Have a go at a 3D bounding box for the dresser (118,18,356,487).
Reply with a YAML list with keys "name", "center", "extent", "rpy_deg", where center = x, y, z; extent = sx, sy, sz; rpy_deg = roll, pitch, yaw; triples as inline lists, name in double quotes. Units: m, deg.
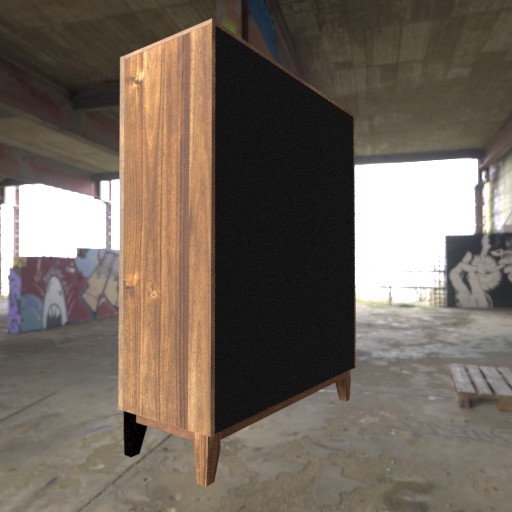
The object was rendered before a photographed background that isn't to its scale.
- name: "dresser"
  center: [0.000, 0.000, 1.863]
  extent: [0.442, 1.393, 1.062]
  rpy_deg: [-1, -1, 36]
